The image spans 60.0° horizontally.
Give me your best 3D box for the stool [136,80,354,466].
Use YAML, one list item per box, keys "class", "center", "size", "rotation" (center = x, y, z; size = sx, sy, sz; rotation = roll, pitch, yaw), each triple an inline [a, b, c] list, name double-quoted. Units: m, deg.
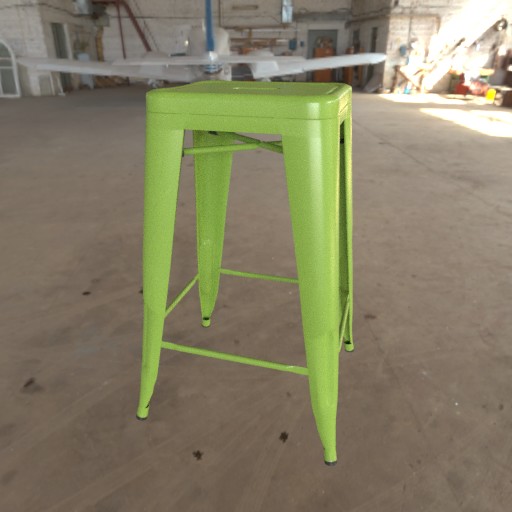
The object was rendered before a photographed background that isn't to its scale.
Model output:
- class: "stool"
  center: [0.000, 0.000, 0.850]
  size: [0.398, 0.609, 0.358]
  rotation: [7, 26, 15]
